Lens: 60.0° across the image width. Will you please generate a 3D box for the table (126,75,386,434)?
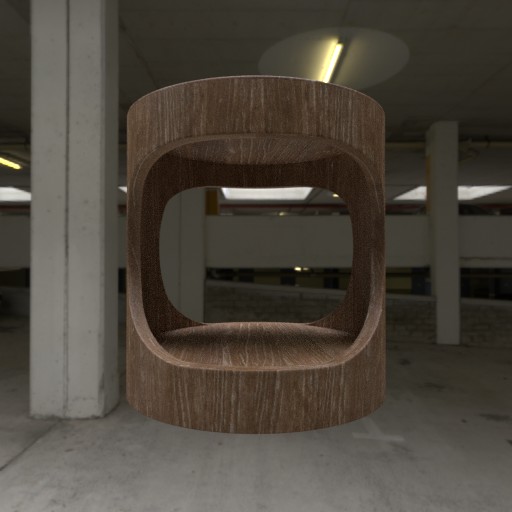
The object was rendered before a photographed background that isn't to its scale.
[{"bbox_3d":[0.000,0.000,0.942,0.527,0.551,0.527,0,-1,0],"label":"table"}]
